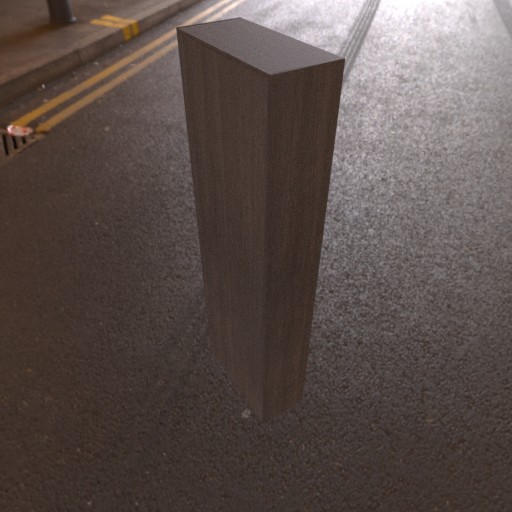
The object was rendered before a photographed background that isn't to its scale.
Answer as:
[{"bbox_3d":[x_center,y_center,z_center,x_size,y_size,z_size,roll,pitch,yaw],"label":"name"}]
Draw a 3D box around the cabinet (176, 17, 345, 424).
[{"bbox_3d":[0.000,0.000,1.803,0.255,1.630,0.520,-23,46,-25],"label":"cabinet"}]
